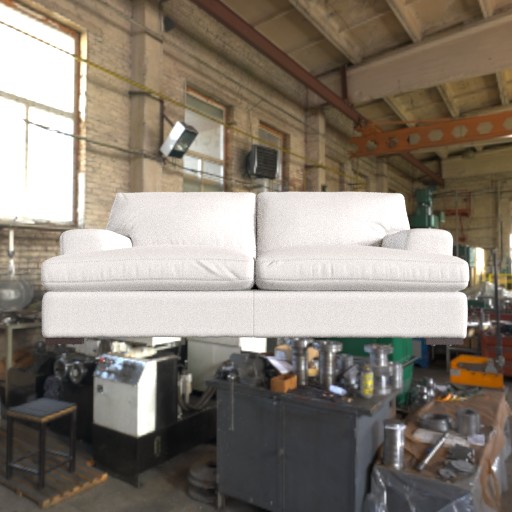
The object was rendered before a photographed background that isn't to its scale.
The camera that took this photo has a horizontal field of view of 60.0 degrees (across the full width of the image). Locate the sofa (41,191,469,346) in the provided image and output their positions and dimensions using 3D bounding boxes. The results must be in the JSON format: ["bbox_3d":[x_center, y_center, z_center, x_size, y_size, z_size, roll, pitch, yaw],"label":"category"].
[{"bbox_3d":[0.000,0.000,2.781,2.261,0.940,1.143,0,-2,0],"label":"sofa"}]
